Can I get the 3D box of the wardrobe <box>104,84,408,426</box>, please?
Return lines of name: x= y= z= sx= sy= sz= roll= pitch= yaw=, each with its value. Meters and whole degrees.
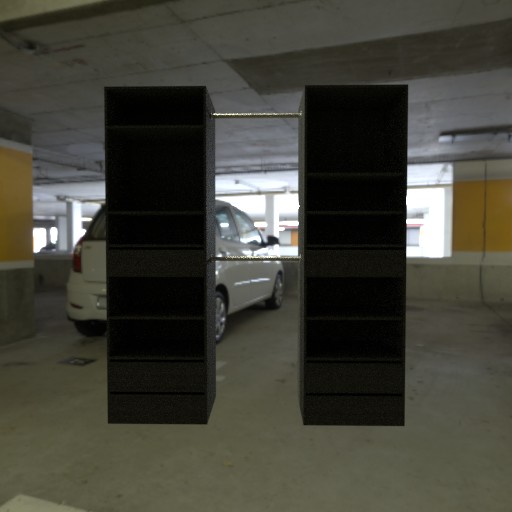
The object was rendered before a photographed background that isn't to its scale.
wardrobe: x=0.000 y=0.000 z=2.850 sx=1.770 sy=2.000 sz=0.480 roll=0 pitch=2 yaw=1
